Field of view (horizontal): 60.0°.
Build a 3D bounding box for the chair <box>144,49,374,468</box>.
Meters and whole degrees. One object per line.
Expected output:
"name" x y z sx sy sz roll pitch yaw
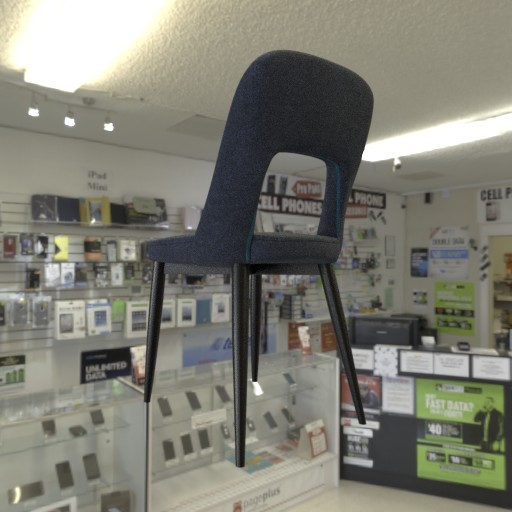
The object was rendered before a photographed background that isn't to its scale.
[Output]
"chair" 0.000 0.000 1.281 0.470 0.931 0.612 1 -1 -36
